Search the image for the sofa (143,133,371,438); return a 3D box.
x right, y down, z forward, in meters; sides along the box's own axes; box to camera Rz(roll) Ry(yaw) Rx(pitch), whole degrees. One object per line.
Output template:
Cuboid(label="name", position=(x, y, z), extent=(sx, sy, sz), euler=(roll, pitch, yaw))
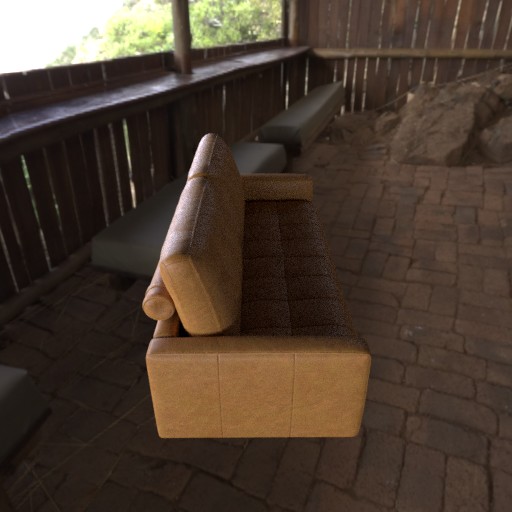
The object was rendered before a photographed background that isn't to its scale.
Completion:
Cuboid(label="sofa", position=(0.000, 0.000, 2.343), extent=(0.850, 0.898, 1.821), euler=(0, 30, 0))
